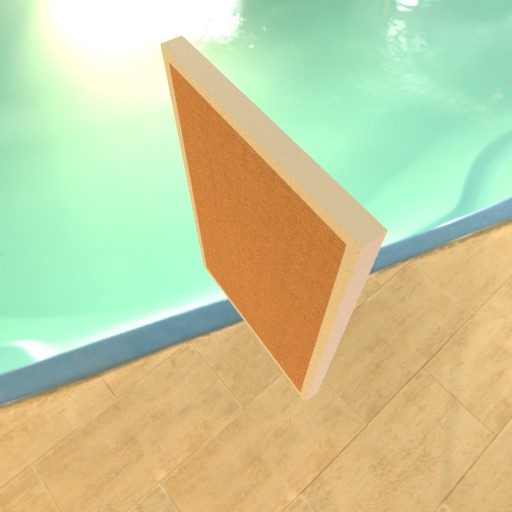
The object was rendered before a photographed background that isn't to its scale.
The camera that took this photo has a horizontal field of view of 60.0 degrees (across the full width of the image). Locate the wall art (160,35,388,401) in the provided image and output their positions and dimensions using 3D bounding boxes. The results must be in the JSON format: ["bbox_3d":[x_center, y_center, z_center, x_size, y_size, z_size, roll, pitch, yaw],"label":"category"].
[{"bbox_3d":[0.000,0.000,0.557,0.025,0.428,0.293,-31,63,-18],"label":"wall art"}]
